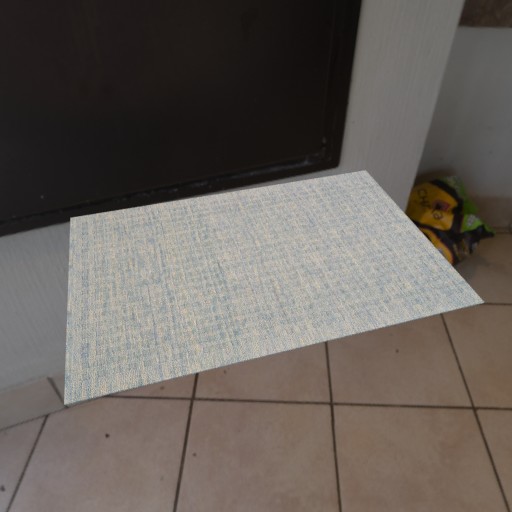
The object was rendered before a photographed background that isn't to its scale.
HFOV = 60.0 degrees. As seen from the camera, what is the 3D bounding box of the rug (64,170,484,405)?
[{"bbox_3d":[0.000,0.000,2.168,1.752,0.006,1.142,-11,43,-12],"label":"rug"}]
